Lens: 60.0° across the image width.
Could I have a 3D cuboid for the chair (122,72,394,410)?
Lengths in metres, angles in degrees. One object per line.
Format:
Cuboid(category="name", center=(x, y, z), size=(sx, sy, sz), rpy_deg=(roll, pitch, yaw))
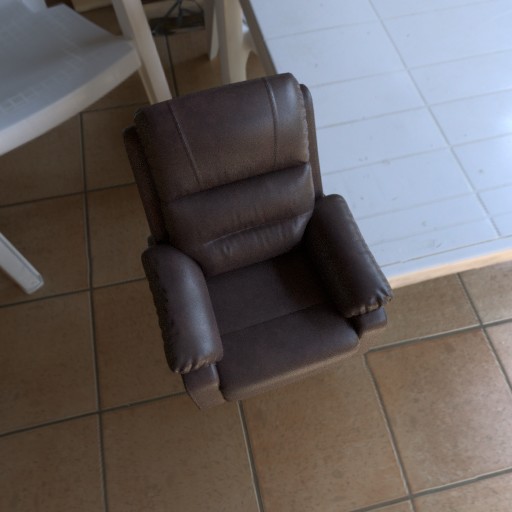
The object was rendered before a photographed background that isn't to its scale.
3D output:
Cuboid(category="chair", center=(0.000, 0.000, 1.738), size=(0.855, 0.992, 0.919), rpy_deg=(-17, 64, -8))
